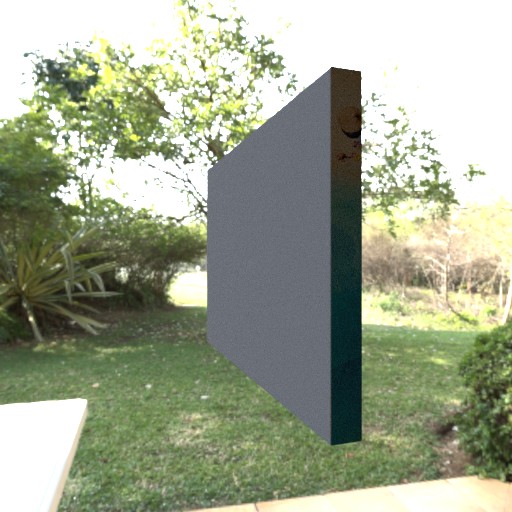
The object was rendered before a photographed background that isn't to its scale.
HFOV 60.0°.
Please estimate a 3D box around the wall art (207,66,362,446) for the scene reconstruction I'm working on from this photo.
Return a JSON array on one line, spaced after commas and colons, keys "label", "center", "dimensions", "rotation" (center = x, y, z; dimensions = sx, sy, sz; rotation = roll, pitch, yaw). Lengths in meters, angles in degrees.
[{"label": "wall art", "center": [0.000, 0.000, 1.125], "dimensions": [0.057, 0.595, 0.894], "rotation": [0, 0, -19]}]
